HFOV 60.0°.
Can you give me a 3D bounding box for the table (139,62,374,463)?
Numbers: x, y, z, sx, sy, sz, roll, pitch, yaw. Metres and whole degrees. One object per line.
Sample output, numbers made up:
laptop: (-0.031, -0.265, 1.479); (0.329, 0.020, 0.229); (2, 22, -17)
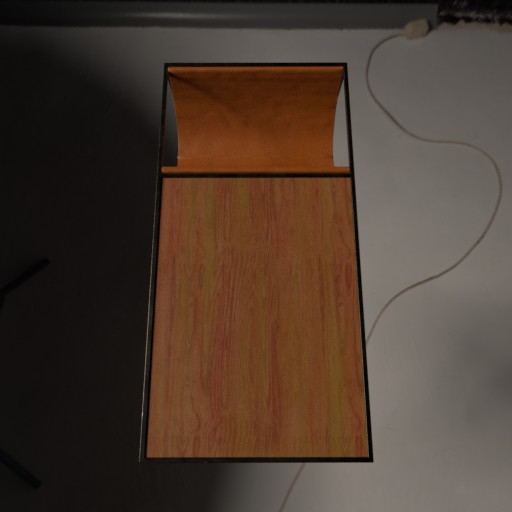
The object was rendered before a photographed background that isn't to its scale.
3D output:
table: (0.000, 0.000, 1.476); (0.597, 0.403, 1.199); (0, 75, 0)
